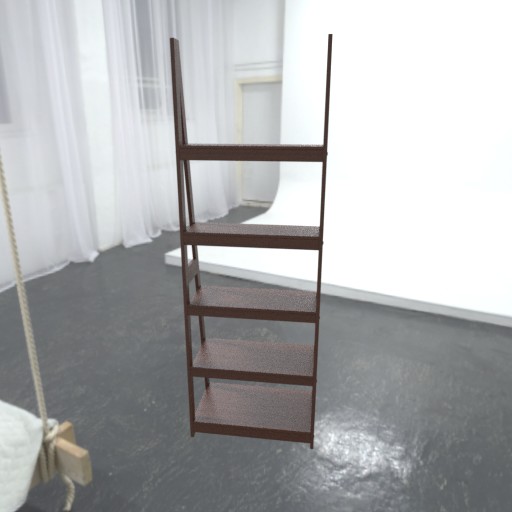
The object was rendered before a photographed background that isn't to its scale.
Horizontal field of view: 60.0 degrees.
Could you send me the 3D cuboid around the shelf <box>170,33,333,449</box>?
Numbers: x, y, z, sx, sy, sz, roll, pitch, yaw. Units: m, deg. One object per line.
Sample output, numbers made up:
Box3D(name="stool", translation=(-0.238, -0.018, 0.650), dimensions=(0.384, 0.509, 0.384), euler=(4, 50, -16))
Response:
Box3D(name="shelf", translation=(0.000, 0.000, 2.025), dimensions=(0.600, 1.770, 0.350), euler=(2, 18, 8))
